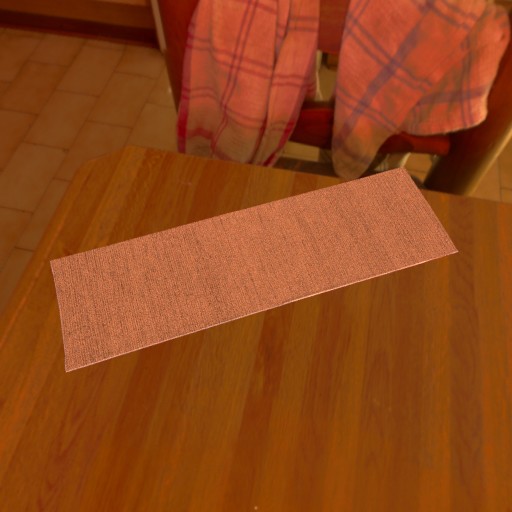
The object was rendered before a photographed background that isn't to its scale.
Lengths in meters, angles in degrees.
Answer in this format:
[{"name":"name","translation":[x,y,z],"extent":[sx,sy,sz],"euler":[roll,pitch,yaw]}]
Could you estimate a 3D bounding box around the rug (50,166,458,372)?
[{"name":"rug","translation":[0.000,0.000,2.622],"extent":[2.320,0.032,0.692],"euler":[-16,62,-9]}]
